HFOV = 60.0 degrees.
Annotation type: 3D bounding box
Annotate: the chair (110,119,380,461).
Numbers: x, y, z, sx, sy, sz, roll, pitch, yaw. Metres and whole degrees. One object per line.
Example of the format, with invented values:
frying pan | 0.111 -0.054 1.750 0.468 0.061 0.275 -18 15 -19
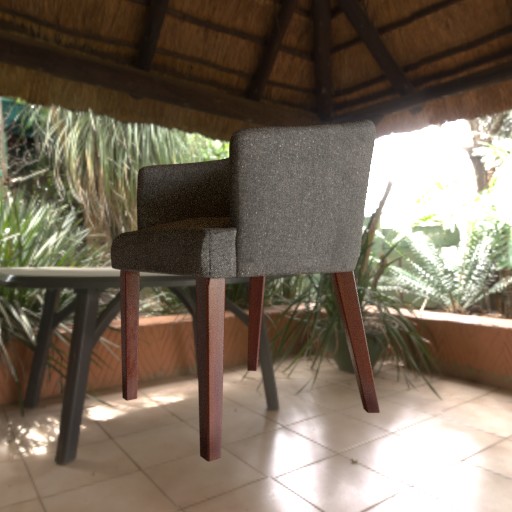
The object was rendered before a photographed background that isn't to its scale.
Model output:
chair | 0.000 0.000 1.245 0.655 0.811 0.583 0 0 -37
